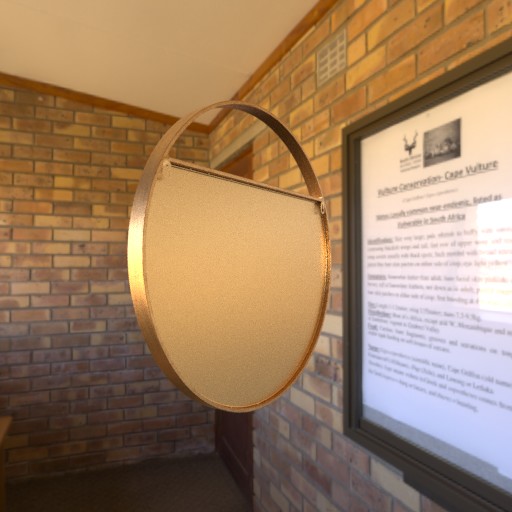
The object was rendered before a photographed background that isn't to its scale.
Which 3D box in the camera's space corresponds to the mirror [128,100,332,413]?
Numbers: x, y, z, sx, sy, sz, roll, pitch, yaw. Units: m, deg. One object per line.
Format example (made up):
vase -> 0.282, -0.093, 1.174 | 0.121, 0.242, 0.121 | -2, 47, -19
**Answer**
mirror -> 0.000, 0.000, 0.842 | 0.032, 0.565, 0.565 | -1, -3, 37
